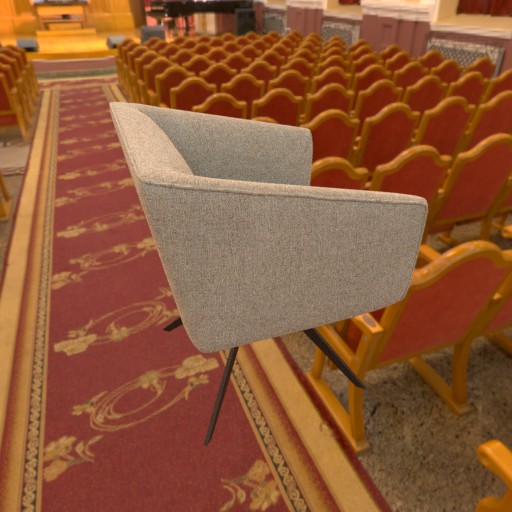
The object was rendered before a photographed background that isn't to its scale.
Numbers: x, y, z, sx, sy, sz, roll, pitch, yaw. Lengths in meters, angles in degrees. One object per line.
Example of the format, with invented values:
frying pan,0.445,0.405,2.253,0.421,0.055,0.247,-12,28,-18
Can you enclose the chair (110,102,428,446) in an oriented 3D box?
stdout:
chair,0.000,0.000,1.234,0.623,0.760,0.628,-11,33,-17
